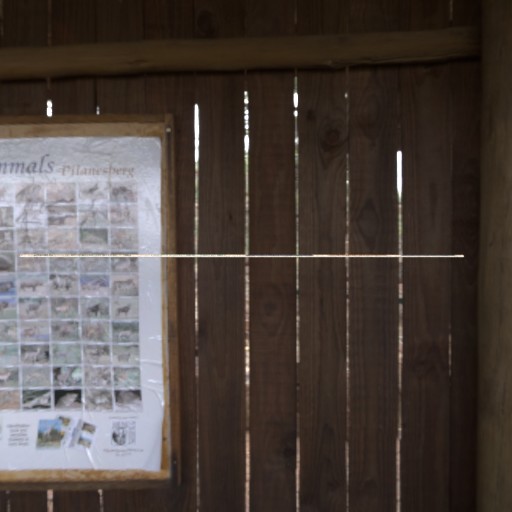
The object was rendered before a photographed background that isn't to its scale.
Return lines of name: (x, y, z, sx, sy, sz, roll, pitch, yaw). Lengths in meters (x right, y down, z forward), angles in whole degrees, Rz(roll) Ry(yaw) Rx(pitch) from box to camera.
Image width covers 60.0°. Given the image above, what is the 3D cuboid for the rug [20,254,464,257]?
rug: (0.000, 0.000, 2.517, 2.287, 0.011, 0.687, 0, 0, -18)
